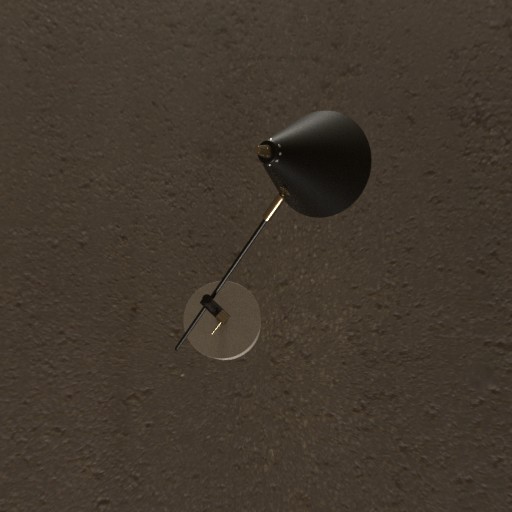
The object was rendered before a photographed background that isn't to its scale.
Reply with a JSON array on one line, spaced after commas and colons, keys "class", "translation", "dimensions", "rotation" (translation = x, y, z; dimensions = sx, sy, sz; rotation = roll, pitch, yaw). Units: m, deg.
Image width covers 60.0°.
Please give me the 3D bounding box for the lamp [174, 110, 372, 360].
[{"class": "lamp", "translation": [0.000, 0.000, 0.732], "dimensions": [0.403, 0.518, 0.214], "rotation": [-36, 79, -8]}]
